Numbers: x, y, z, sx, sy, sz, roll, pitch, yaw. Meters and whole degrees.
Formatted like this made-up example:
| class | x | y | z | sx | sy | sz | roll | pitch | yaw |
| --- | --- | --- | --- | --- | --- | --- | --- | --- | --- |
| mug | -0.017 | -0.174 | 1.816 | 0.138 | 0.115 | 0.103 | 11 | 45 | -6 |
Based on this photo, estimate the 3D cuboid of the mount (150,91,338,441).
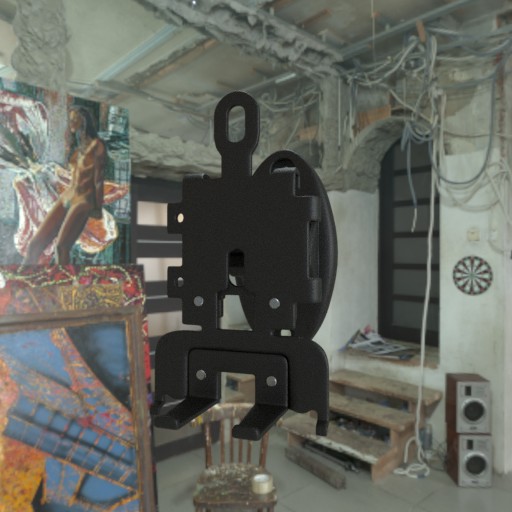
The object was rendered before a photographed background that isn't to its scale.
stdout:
| class | x | y | z | sx | sy | sz | roll | pitch | yaw |
| --- | --- | --- | --- | --- | --- | --- | --- | --- | --- |
| mount | 0.000 | 0.000 | 0.180 | 0.066 | 0.118 | 0.100 | 0 | 0 | 18 |
